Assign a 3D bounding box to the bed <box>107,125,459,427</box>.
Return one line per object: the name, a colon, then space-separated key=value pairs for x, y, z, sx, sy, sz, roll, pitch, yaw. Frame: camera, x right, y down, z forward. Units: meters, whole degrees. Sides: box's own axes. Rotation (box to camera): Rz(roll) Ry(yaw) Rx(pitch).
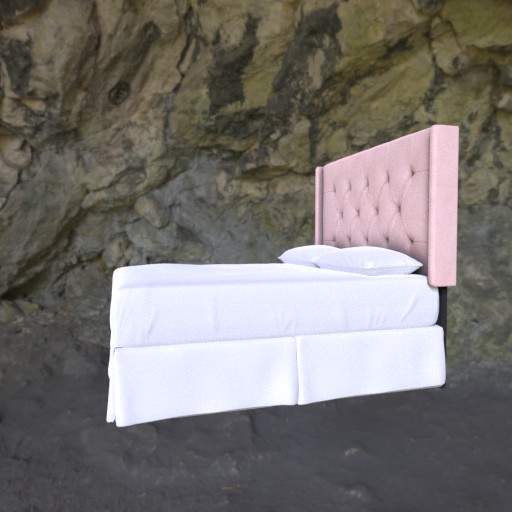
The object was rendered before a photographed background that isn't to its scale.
bed: x=0.000 y=0.000 z=3.243 sx=2.066 sy=1.665 sz=1.719 roll=-1 pitch=2 yaw=-17
